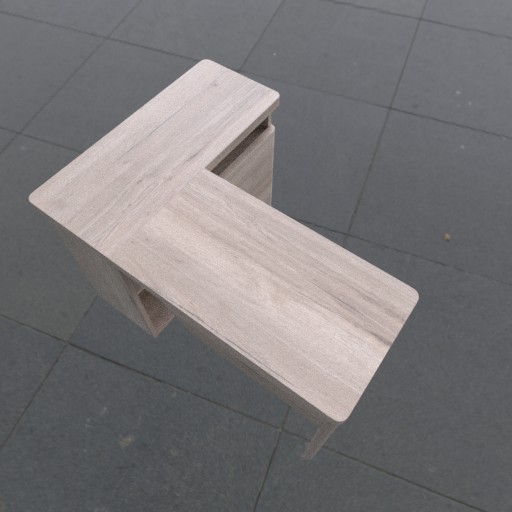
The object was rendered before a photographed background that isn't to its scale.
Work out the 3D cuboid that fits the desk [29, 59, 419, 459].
[{"bbox_3d":[0.000,0.000,1.747,1.169,0.760,0.900,32,64,18],"label":"desk"}]
